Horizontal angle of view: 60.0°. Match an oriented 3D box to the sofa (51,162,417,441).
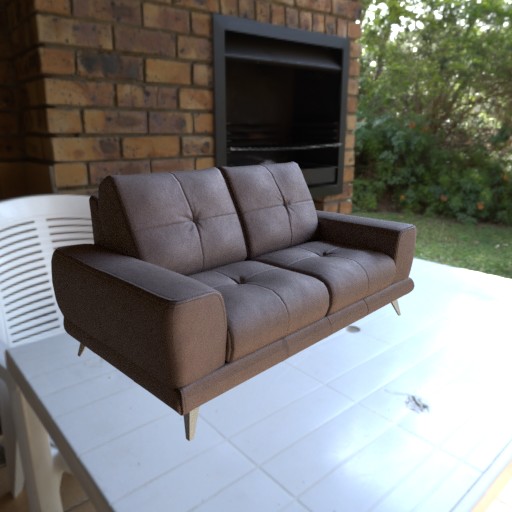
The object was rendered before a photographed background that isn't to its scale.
[{"bbox_3d":[0.000,0.000,2.374,1.018,0.907,1.806,15,21,42],"label":"sofa"}]
